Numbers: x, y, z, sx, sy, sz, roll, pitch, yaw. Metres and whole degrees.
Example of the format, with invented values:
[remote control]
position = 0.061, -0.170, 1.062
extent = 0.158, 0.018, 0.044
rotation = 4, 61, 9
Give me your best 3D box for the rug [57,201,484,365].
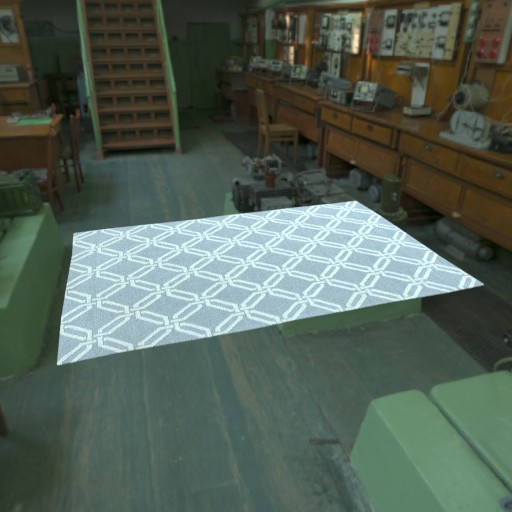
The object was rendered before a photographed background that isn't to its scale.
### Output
[rug]
position = 0.000, 0.000, 2.186
extent = 1.754, 0.010, 1.148
rotation = -8, 28, -16
